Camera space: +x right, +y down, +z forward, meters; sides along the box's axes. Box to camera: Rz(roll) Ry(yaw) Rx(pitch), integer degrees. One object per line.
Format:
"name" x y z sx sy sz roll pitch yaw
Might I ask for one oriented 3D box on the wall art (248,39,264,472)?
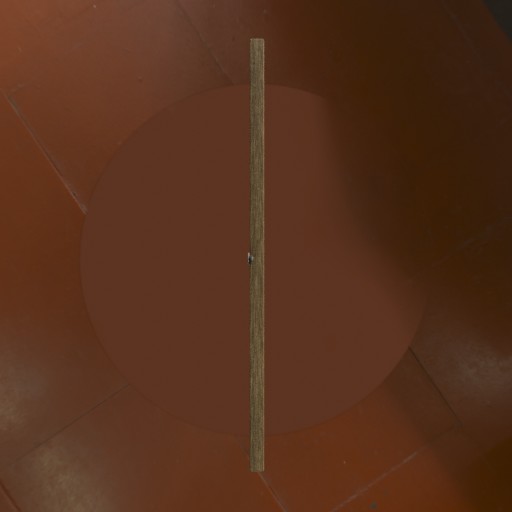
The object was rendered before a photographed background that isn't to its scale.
"wall art" 0.000 0.000 0.843 0.021 0.582 0.561 0 90 0
